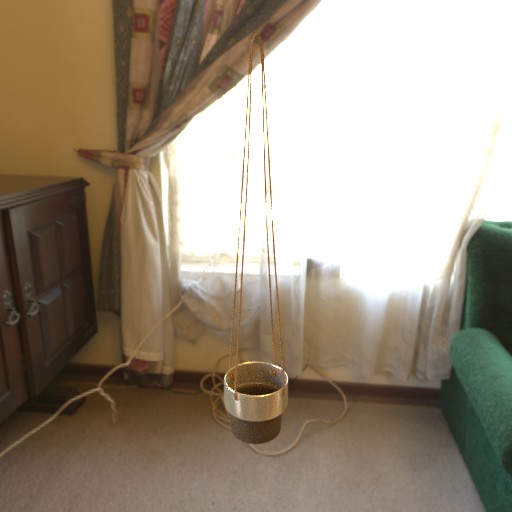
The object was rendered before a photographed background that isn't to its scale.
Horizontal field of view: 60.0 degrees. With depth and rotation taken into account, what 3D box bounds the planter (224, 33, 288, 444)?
[{"bbox_3d":[0.000,0.000,1.183,0.187,1.073,0.187,-3,16,-9],"label":"planter"}]
